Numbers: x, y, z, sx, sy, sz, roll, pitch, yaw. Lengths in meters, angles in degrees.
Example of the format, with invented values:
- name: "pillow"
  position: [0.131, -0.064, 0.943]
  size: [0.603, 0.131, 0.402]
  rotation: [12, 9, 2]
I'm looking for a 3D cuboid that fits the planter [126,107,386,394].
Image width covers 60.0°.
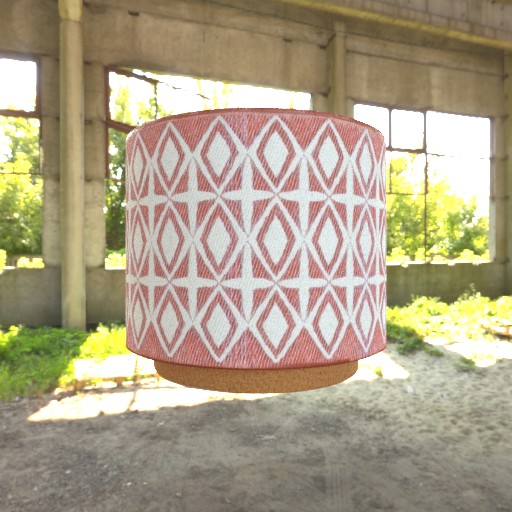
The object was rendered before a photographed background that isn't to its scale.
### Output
- name: "planter"
  position: [0.000, 0.000, 0.485]
  size: [0.273, 0.237, 0.273]
  rotation: [0, 0, 0]
